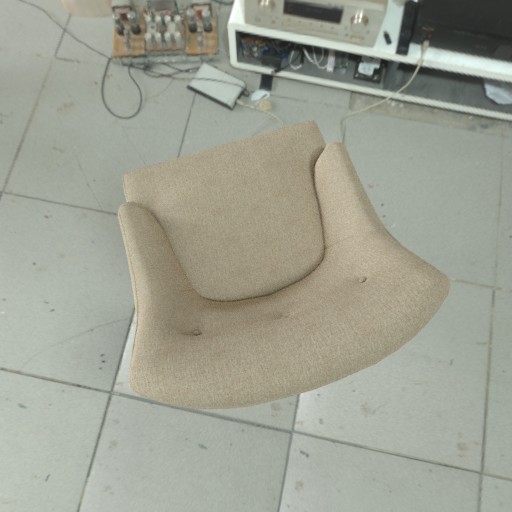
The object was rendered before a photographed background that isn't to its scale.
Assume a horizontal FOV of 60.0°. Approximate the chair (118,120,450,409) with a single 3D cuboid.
[{"bbox_3d":[0.000,0.000,1.552,0.864,0.856,0.923,-17,75,-5],"label":"chair"}]
